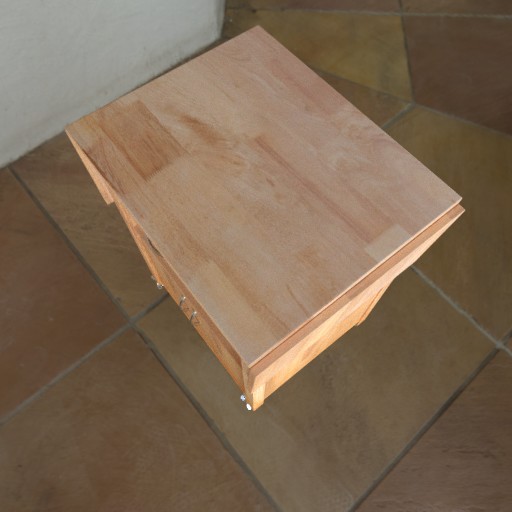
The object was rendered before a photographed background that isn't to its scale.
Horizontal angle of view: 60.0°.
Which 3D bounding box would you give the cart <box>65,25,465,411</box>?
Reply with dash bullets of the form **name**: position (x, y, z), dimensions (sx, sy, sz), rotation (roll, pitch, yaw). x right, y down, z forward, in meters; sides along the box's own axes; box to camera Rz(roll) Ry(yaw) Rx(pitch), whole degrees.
- **cart**: position (0.000, 0.000, 1.230), dimensions (0.508, 0.838, 0.640), rotation (-35, 69, -16)
